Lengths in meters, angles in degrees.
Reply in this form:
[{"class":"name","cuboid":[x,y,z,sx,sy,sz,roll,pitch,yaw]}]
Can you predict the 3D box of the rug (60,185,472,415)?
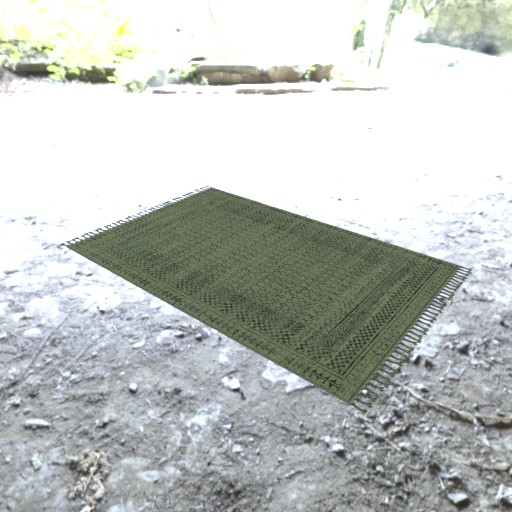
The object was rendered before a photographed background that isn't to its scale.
[{"class":"rug","cuboid":[0.000,0.000,3.095,2.486,0.013,1.548,22,36,33]}]
